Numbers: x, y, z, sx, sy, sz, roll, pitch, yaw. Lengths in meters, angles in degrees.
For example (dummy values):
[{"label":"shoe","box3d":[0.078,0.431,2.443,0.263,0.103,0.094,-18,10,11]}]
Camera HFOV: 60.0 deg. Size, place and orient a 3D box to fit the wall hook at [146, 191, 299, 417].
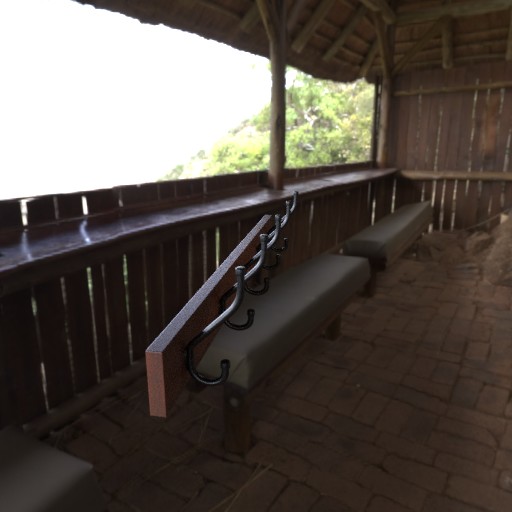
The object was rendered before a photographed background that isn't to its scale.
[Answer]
[{"label":"wall hook","box3d":[0.000,0.000,0.614,0.071,0.117,0.571,3,17,10]}]
